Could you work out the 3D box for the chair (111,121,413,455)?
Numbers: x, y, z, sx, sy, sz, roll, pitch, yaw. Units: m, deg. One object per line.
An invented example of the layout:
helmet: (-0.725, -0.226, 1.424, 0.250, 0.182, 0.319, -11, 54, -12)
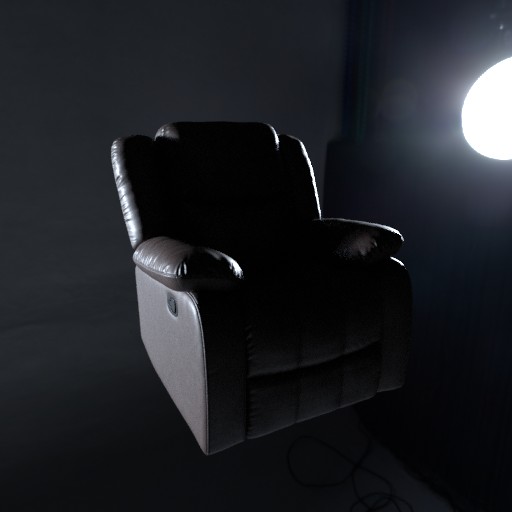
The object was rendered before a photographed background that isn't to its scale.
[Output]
chair: (0.000, 0.000, 1.719, 0.899, 1.009, 0.934, -8, 18, -27)
